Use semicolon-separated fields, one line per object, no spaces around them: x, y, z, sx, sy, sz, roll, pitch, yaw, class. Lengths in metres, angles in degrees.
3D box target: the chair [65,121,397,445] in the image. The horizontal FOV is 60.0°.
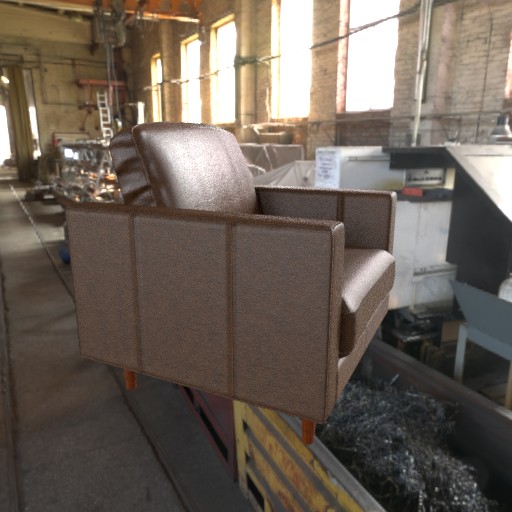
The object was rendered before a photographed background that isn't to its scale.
0.000;0.000;1.630;0.909;0.956;0.890;7;16;25;chair
